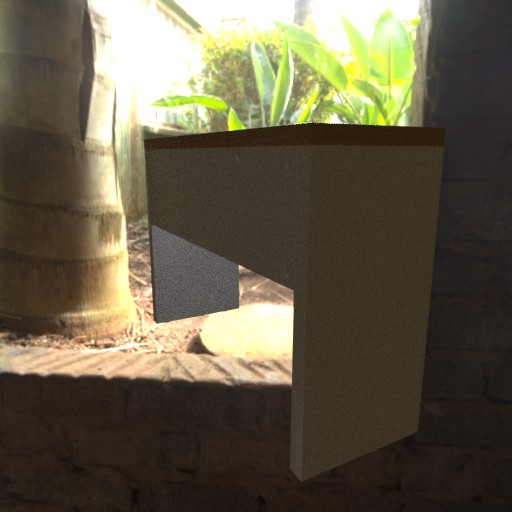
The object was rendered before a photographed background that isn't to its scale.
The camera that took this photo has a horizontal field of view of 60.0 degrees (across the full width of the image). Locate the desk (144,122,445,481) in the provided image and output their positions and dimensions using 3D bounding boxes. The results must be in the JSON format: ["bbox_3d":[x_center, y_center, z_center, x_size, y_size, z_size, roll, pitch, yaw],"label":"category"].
[{"bbox_3d":[0.000,0.000,1.444,0.390,0.760,1.100,-7,15,-29],"label":"desk"}]
